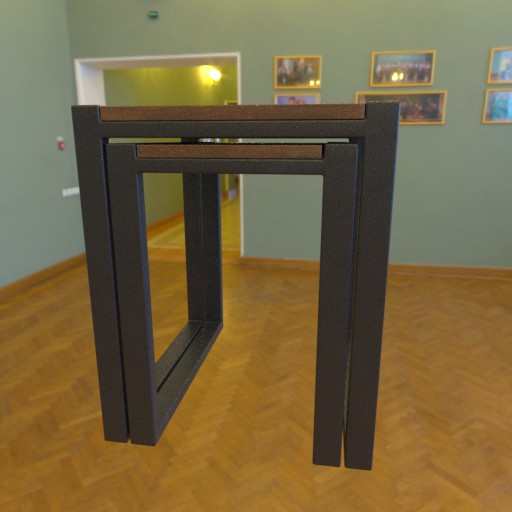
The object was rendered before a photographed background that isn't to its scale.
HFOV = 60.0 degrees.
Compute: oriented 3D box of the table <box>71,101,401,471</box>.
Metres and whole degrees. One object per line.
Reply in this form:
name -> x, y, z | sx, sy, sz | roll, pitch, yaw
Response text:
table -> 0.000, 0.000, 0.896 | 0.449, 0.550, 0.500 | 2, 15, 9
